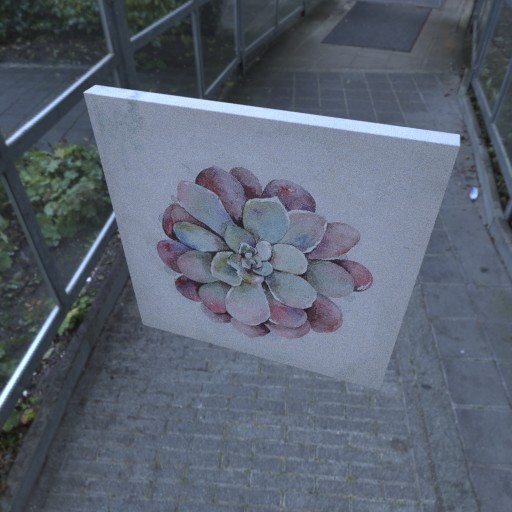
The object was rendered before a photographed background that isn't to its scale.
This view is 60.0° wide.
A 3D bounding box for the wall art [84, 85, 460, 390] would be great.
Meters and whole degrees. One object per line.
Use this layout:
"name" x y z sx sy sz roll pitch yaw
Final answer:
"wall art" 0.000 0.000 0.894 0.605 0.605 0.044 12 43 14
